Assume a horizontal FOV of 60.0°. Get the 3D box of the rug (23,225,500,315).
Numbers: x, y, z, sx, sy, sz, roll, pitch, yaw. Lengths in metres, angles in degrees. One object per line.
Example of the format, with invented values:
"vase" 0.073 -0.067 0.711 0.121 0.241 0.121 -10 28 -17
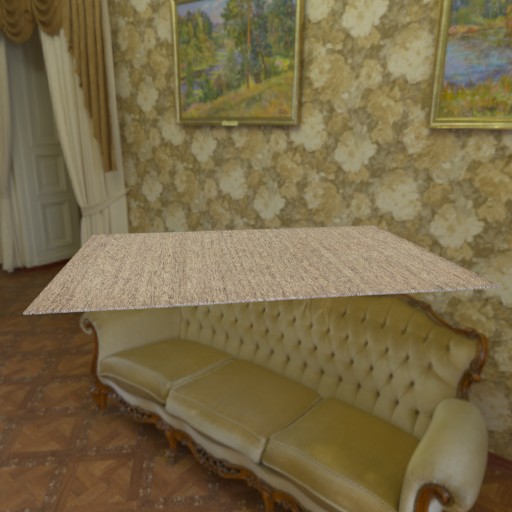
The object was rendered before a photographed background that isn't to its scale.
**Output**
"rug" 0.000 0.000 2.816 2.283 0.013 1.547 -2 16 -9
